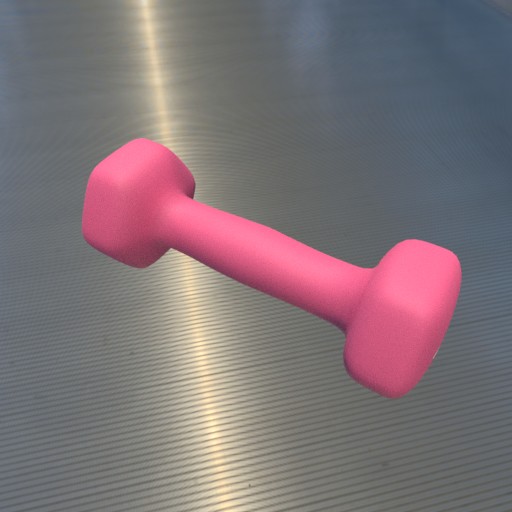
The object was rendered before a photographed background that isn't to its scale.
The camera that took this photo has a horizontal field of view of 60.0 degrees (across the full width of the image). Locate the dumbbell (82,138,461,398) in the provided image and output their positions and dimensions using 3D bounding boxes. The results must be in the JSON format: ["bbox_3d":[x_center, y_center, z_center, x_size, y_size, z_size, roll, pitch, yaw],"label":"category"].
[{"bbox_3d":[0.000,0.000,0.175,0.146,0.053,0.058,24,51,21],"label":"dumbbell"}]
